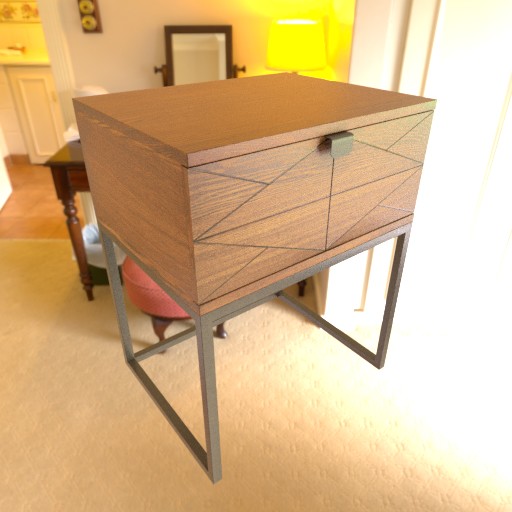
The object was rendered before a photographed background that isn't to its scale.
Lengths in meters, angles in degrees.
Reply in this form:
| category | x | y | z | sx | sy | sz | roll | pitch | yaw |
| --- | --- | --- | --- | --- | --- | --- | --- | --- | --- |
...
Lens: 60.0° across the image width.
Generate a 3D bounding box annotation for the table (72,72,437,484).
| category | x | y | z | sx | sy | sz | roll | pitch | yaw |
| --- | --- | --- | --- | --- | --- | --- | --- | --- | --- |
| table | 0.000 | 0.000 | 0.898 | 0.482 | 0.610 | 0.400 | -21 | 37 | -32 |
